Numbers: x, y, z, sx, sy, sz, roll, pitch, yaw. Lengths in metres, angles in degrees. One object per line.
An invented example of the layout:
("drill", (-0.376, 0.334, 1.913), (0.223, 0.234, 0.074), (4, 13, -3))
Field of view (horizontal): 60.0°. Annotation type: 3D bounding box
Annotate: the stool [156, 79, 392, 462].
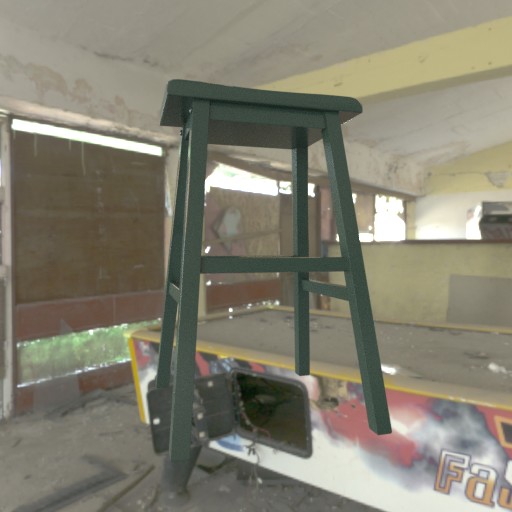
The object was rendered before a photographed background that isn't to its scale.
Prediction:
("stool", (0.000, 0.000, 1.086), (0.457, 0.737, 0.476), (0, 1, -16))
